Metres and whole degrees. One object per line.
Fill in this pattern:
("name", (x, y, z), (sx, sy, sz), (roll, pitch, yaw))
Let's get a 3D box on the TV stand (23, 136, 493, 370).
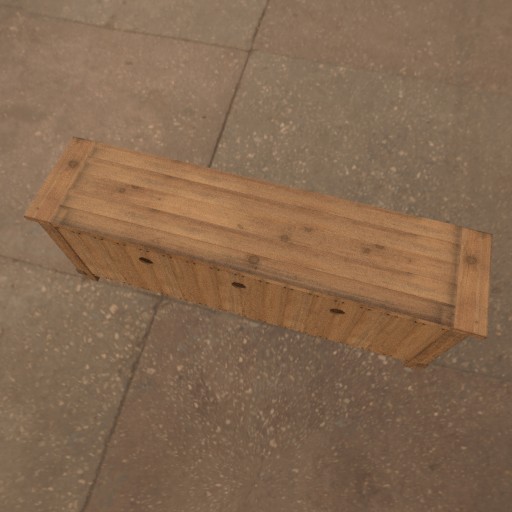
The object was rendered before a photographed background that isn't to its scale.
("TV stand", (0.000, 0.000, 2.005), (1.804, 0.573, 0.453), (14, 64, 7))
